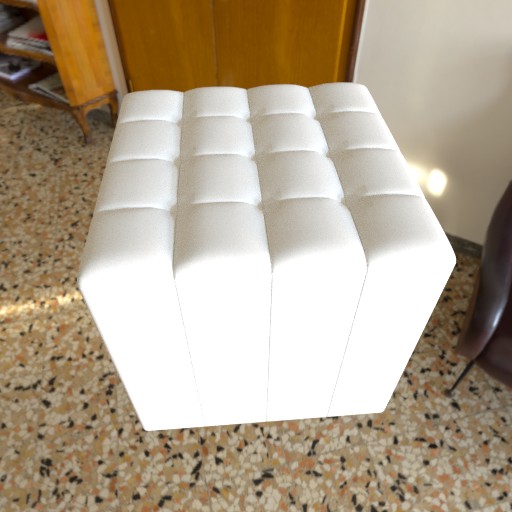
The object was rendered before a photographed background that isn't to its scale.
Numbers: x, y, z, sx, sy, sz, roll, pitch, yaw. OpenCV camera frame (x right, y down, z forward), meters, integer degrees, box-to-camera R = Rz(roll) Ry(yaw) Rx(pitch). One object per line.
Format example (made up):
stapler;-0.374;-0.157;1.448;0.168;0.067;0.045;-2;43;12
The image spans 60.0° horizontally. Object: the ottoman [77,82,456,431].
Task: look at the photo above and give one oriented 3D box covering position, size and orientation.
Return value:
ottoman;0.000;0.000;0.773;0.425;0.432;0.425;-3;47;-3
